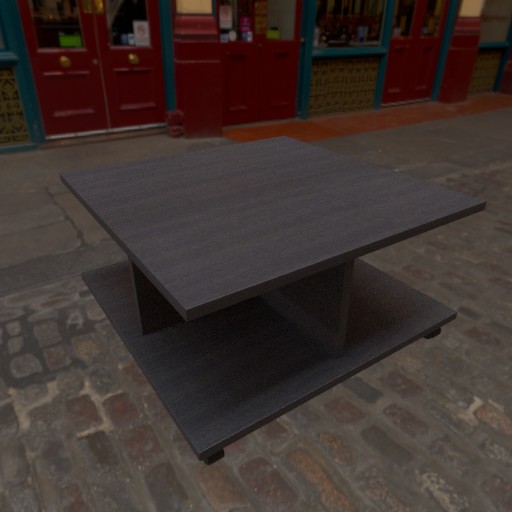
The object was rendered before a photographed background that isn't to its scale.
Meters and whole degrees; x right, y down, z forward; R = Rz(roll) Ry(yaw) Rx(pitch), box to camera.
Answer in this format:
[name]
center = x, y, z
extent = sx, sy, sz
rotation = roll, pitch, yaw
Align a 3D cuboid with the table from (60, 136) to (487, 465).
[table]
center = 0.000, 0.000, 1.197
extent = 0.762, 0.396, 0.762
rotation = -18, 33, -30
